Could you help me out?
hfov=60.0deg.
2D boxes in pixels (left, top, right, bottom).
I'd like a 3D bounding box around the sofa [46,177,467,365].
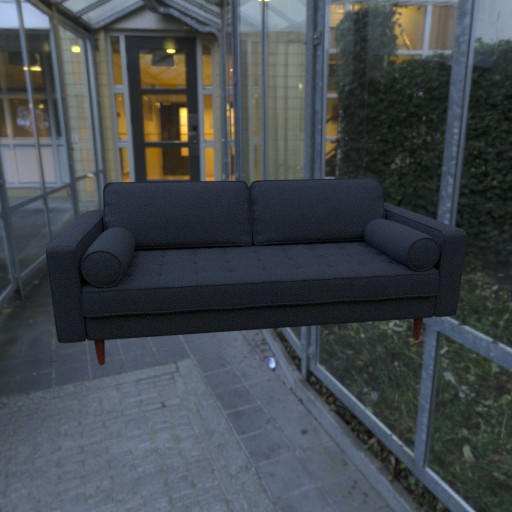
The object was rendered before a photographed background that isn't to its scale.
[{"bbox_3d":[0.000,0.000,2.387,1.875,0.759,0.914,-3,16,-9],"label":"sofa"}]
